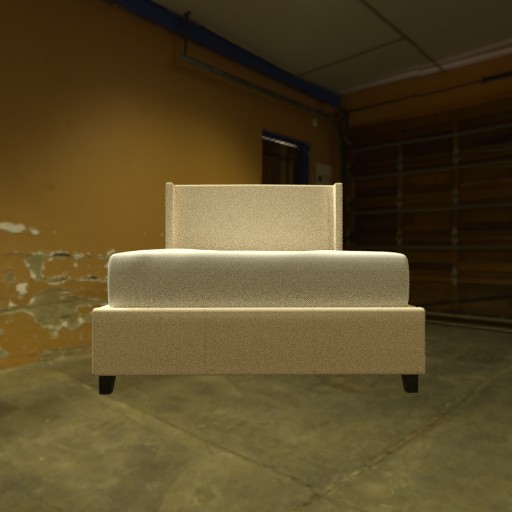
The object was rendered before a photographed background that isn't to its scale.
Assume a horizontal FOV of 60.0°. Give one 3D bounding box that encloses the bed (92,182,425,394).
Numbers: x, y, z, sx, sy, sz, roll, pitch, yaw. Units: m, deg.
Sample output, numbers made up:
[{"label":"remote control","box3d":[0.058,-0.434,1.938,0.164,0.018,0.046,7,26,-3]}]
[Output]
[{"label":"bed","box3d":[0.000,0.000,3.472,1.765,1.471,2.280,0,0,-1]}]
